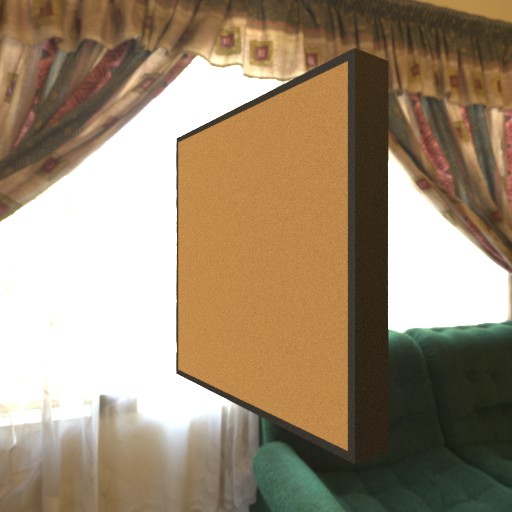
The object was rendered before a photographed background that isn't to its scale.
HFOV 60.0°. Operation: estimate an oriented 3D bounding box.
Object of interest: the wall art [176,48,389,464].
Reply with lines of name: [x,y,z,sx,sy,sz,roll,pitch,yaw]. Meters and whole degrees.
wall art: [0.000,0.000,0.459,0.038,0.304,0.304,0,0,-35]
